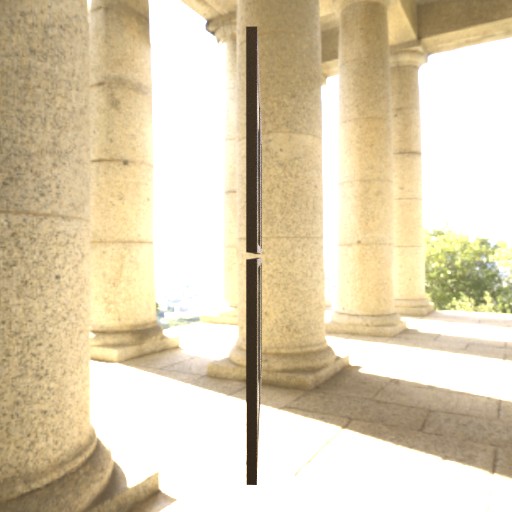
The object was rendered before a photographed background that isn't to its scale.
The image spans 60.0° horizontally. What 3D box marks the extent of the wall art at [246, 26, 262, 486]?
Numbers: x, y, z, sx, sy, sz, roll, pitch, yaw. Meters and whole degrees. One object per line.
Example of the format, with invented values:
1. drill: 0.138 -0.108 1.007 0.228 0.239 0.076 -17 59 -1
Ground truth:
1. wall art: 0.000 0.000 1.511 0.030 1.032 1.032 0 0 1
